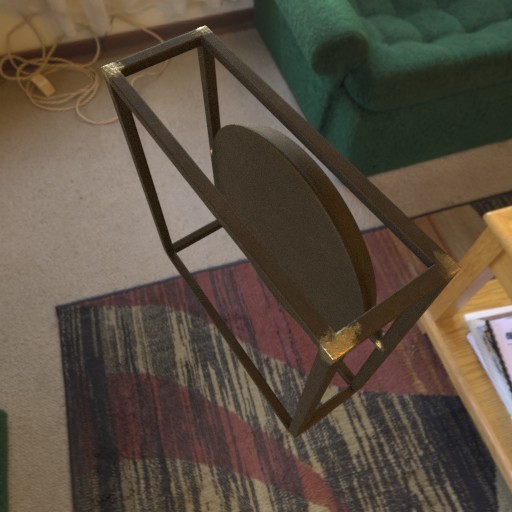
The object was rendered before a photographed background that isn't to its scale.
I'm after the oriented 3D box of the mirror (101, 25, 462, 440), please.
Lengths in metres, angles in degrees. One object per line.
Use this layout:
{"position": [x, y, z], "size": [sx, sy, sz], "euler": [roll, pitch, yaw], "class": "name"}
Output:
{"position": [0.000, 0.000, 0.456], "size": [0.107, 0.303, 0.306], "euler": [-31, 64, -17], "class": "mirror"}
